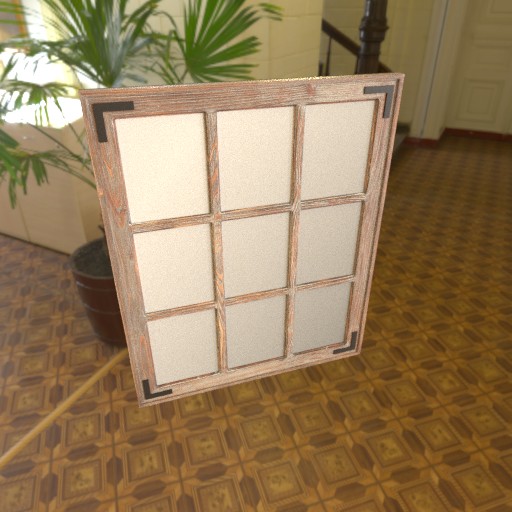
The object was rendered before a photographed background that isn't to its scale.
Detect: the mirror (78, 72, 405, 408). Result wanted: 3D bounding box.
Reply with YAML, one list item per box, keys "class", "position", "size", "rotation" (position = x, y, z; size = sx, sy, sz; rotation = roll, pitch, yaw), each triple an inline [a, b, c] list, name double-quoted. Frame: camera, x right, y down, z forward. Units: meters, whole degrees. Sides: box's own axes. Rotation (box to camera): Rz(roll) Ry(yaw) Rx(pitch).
- class: "mirror"
  position: [0.000, 0.000, 1.187]
  size: [0.730, 0.882, 0.032]
  rotation: [-9, 32, -16]
